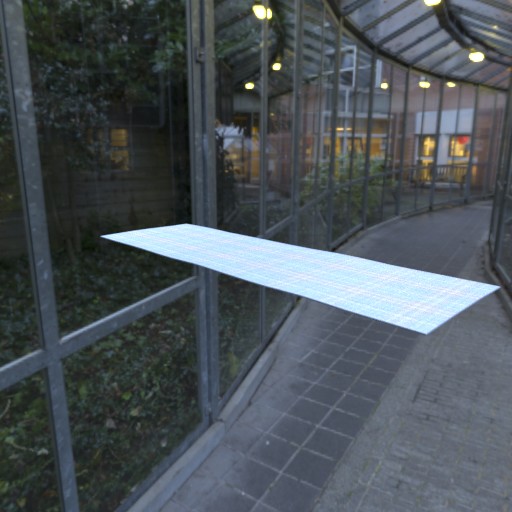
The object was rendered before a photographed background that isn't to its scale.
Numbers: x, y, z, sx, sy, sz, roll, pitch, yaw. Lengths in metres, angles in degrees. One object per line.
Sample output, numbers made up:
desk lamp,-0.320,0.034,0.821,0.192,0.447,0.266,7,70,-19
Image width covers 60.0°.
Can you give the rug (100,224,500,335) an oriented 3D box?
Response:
rug,0.000,0.000,2.627,0.762,0.013,2.439,-13,19,-43
